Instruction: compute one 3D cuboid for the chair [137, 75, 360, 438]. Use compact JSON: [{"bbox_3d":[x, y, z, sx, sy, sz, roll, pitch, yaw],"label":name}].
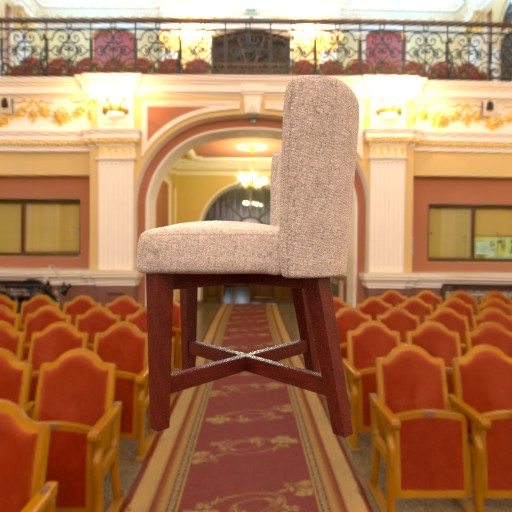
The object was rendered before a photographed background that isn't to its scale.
[{"bbox_3d":[0.000,0.000,1.287,0.575,0.827,0.728,0,0,0],"label":"chair"}]
